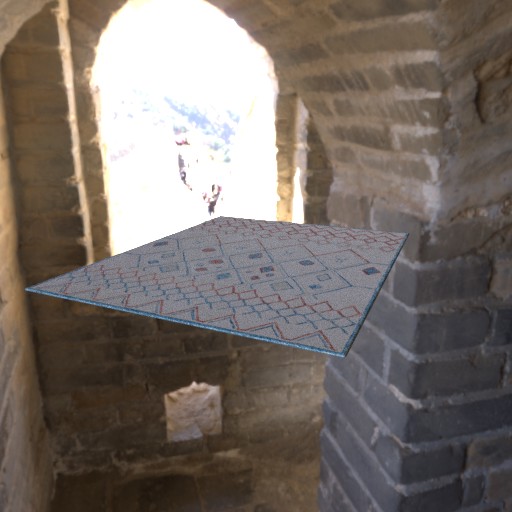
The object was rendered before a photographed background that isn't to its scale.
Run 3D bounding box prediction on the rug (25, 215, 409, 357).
[{"bbox_3d":[0.000,0.000,4.183,2.441,0.016,3.050,7,18,23],"label":"rug"}]
